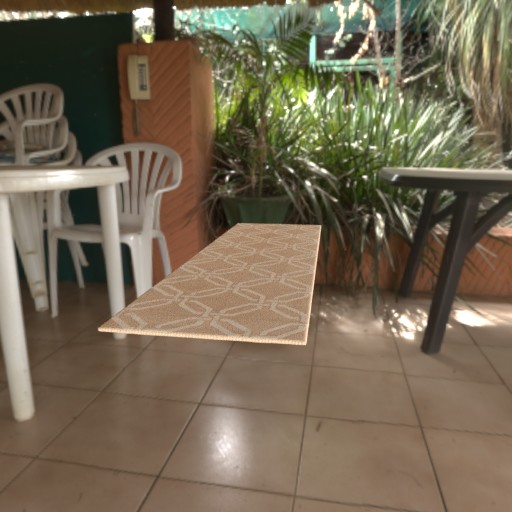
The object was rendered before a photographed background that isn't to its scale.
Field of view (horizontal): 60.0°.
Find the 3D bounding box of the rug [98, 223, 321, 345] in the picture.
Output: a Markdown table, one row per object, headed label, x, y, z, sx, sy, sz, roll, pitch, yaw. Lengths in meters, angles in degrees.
| label | x | y | z | sx | sy | sz | roll | pitch | yaw |
| --- | --- | --- | --- | --- | --- | --- | --- | --- | --- |
| rug | 0.000 | 0.000 | 2.482 | 0.678 | 0.014 | 2.276 | 2 | 13 | 9 |
